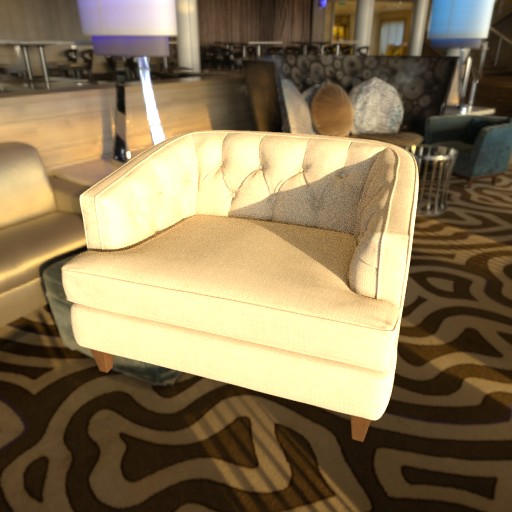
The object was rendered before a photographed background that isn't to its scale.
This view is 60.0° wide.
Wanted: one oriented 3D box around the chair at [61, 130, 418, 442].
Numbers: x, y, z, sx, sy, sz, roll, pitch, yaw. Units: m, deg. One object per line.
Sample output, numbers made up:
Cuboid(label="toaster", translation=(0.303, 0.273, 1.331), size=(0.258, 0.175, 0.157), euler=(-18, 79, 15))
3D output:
Cuboid(label="chair", translation=(0.000, 0.000, 1.708), size=(1.118, 0.787, 0.914), euler=(9, 27, 18))
